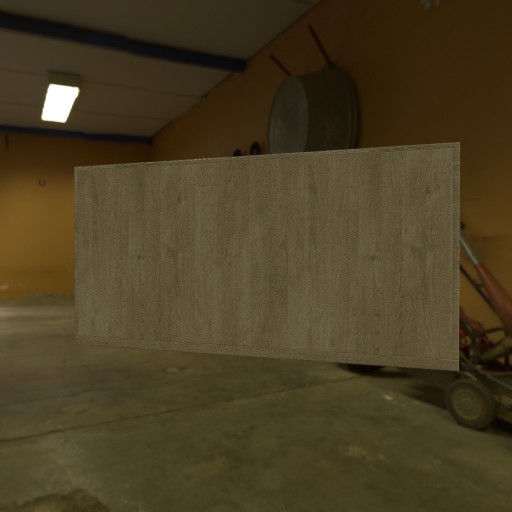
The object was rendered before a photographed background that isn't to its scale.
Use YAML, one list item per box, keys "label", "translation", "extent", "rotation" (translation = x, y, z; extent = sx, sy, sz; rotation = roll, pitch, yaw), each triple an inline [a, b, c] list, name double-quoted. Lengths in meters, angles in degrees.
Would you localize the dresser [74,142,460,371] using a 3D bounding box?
- label: "dresser"
  translation: [0.000, 0.000, 1.947]
  extent: [1.590, 0.795, 0.390]
  rotation: [0, 1, 16]
